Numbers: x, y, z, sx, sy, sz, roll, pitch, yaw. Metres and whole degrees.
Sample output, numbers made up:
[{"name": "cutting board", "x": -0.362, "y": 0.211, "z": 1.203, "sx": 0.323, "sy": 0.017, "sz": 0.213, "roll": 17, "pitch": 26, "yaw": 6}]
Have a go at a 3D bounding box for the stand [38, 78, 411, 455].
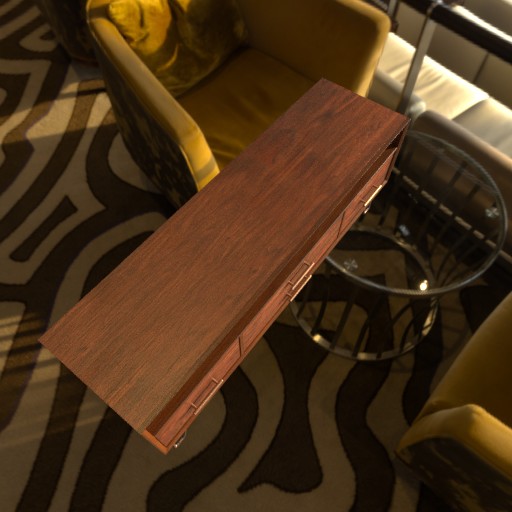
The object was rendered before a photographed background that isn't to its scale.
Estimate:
[{"name": "stand", "x": 0.000, "y": 0.000, "z": 1.912, "sx": 0.481, "sy": 0.610, "sz": 1.626, "roll": 33, "pitch": 64, "yaw": 19}]
